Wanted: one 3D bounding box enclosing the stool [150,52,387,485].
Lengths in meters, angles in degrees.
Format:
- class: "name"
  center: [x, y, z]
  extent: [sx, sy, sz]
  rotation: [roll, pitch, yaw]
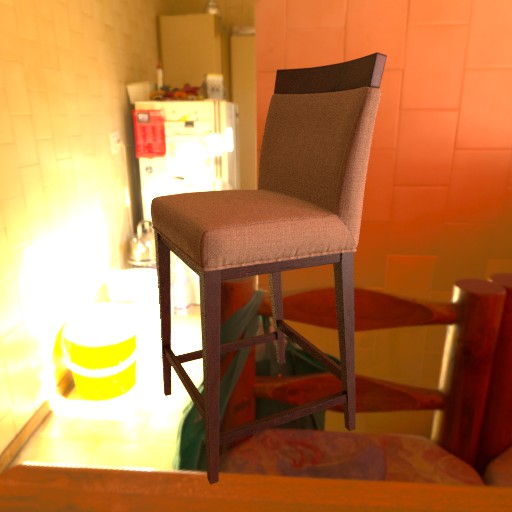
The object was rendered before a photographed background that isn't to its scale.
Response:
- class: "stool"
  center: [0.000, 0.000, 1.235]
  extent: [0.480, 1.011, 0.463]
  rotation: [-9, 20, -25]
